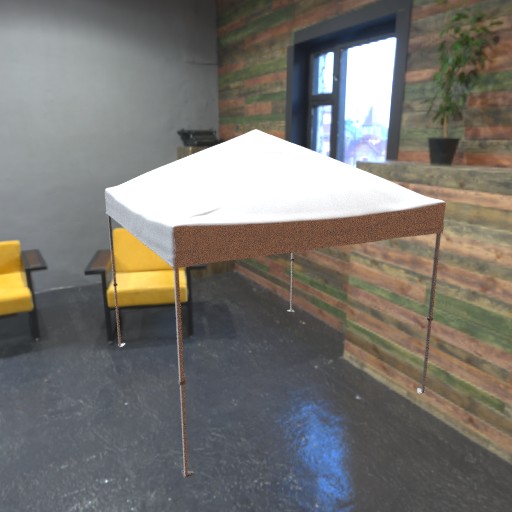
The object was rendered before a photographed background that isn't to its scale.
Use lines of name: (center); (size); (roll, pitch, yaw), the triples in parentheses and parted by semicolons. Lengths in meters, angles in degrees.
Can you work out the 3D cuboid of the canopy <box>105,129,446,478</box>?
canopy: (0.000, 0.000, 5.458); (2.998, 2.997, 2.996); (-8, 16, -27)
